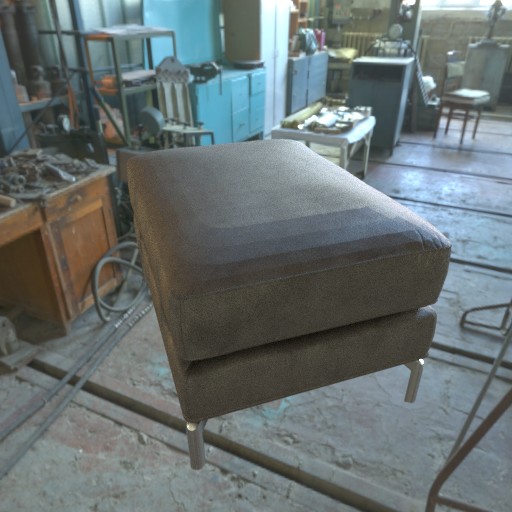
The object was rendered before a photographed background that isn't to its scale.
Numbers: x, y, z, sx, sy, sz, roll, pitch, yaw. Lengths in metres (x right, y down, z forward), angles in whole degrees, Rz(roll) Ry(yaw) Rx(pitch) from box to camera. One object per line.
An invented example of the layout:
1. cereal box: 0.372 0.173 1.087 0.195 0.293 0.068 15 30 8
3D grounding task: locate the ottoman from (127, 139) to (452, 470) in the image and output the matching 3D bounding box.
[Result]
1. ottoman: 0.000 0.000 1.081 0.520 0.456 0.719 -10 31 -17
